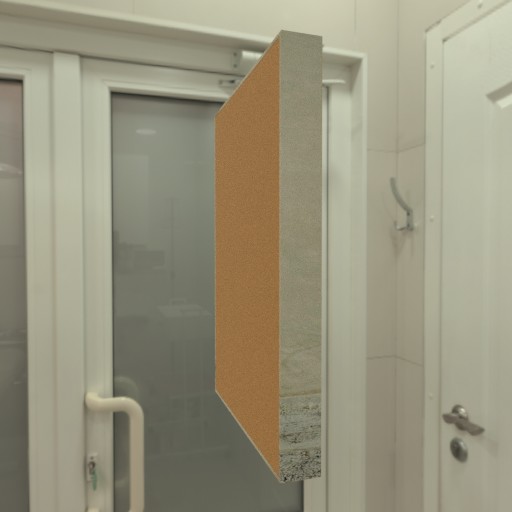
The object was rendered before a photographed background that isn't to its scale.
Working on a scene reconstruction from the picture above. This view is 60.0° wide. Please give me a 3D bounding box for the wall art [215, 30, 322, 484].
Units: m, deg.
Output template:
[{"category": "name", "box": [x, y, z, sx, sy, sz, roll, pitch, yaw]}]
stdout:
[{"category": "wall art", "box": [0.000, 0.000, 0.498, 0.038, 0.381, 0.254, 0, 1, -18]}]
